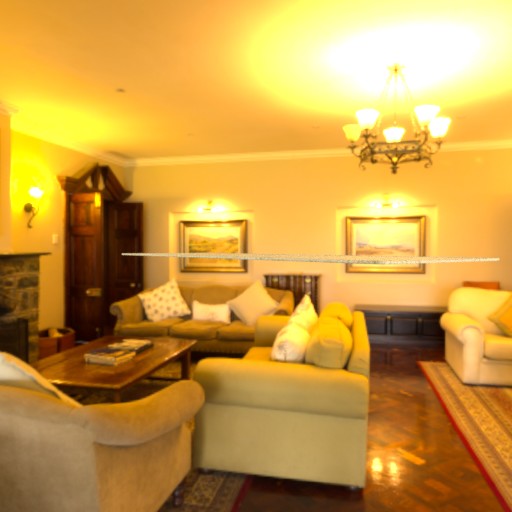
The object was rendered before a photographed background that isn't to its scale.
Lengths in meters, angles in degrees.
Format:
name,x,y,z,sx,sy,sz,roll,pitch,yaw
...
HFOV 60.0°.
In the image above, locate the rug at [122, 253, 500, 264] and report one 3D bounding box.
name,x,y,z,sx,sy,sz,roll,pitch,yaw
rug,0.000,0.000,2.641,0.775,0.012,2.452,-1,1,-36
